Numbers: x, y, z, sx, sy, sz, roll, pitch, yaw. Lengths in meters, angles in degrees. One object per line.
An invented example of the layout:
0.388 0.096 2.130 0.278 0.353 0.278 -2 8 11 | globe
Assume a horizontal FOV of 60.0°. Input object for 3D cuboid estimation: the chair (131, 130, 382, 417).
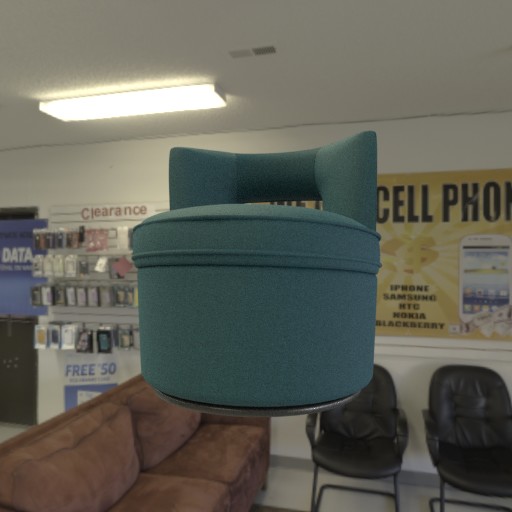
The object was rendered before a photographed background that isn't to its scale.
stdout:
0.000 0.000 1.248 0.684 0.711 0.660 0 0 18 | chair
